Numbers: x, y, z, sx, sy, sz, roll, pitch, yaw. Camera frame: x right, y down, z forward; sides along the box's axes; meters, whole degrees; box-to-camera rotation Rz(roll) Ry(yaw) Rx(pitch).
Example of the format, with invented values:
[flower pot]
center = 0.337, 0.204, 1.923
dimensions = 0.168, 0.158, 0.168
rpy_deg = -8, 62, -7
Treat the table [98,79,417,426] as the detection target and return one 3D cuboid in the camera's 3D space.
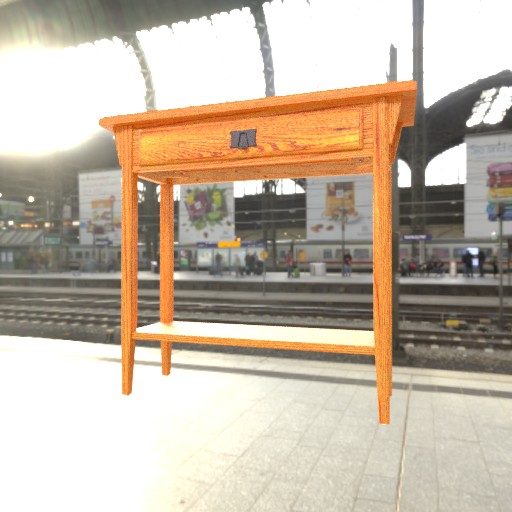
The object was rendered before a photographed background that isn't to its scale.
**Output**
[table]
center = 0.000, 0.000, 1.125
dimensions = 0.762, 0.711, 0.254
rpy_deg = 0, 0, 18
